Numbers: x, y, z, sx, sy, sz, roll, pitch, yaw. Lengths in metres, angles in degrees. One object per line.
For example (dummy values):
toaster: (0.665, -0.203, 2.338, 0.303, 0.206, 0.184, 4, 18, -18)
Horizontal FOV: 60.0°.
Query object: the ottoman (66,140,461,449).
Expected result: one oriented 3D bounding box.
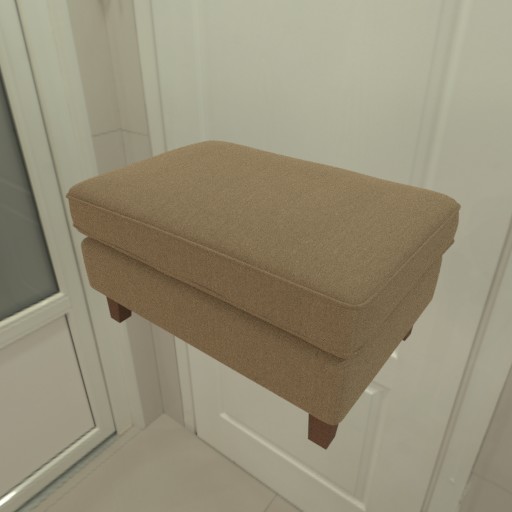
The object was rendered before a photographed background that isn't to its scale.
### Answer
ottoman: (0.000, 0.000, 1.318, 0.945, 0.521, 0.636, 21, 36, 32)
